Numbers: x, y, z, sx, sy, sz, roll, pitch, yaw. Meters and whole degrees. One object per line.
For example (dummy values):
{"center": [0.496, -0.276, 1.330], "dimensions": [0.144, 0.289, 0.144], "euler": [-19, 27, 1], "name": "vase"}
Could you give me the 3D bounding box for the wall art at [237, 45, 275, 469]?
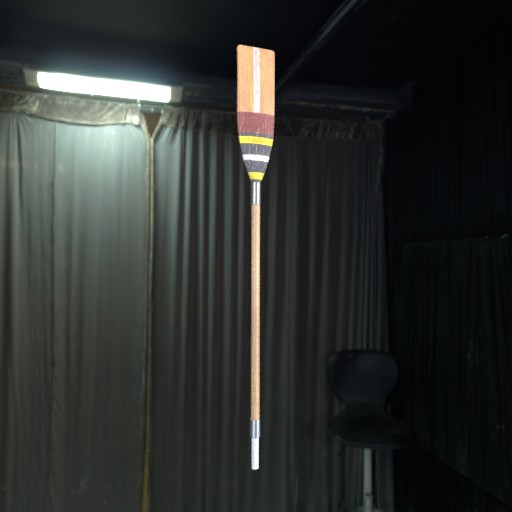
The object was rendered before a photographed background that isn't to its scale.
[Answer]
{"center": [0.000, 0.000, 1.639], "dimensions": [0.146, 1.556, 0.038], "euler": [0, -2, -19], "name": "wall art"}
